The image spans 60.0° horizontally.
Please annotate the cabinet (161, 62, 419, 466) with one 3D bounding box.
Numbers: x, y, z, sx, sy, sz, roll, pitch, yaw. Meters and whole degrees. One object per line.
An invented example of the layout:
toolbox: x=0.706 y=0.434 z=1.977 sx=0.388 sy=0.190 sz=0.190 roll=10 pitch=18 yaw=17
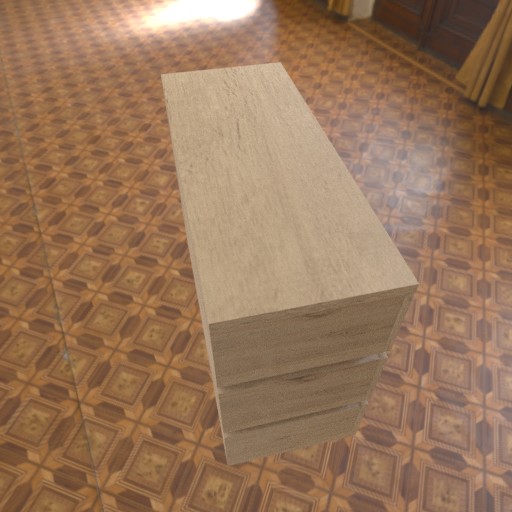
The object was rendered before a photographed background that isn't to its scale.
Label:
cabinet: x=0.000 y=0.000 z=1.487 sx=0.420 sy=0.820 sz=1.040 roll=-10 pitch=48 yaw=-9
